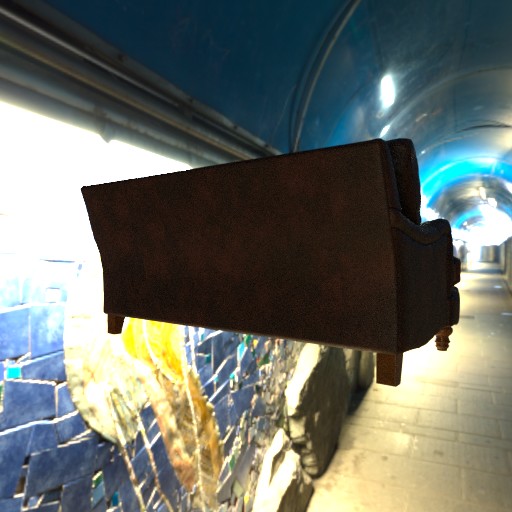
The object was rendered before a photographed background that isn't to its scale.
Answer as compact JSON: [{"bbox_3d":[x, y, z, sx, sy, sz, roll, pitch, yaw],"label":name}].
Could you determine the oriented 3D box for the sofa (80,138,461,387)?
[{"bbox_3d":[0.000,0.000,2.726,2.144,1.071,1.147,0,1,37],"label":"sofa"}]
